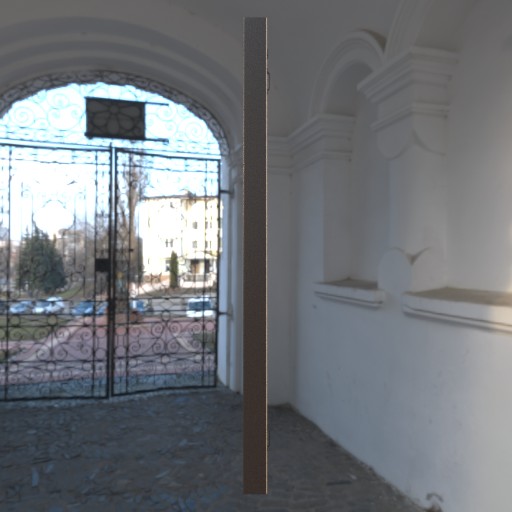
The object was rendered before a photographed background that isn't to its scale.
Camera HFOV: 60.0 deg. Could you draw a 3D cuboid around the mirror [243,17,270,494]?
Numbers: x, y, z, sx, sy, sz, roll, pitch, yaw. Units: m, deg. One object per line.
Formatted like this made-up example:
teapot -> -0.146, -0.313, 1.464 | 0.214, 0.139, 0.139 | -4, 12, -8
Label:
mirror -> 0.000, 0.000, 0.913 | 0.040, 0.710, 0.507 | 0, 0, 0
